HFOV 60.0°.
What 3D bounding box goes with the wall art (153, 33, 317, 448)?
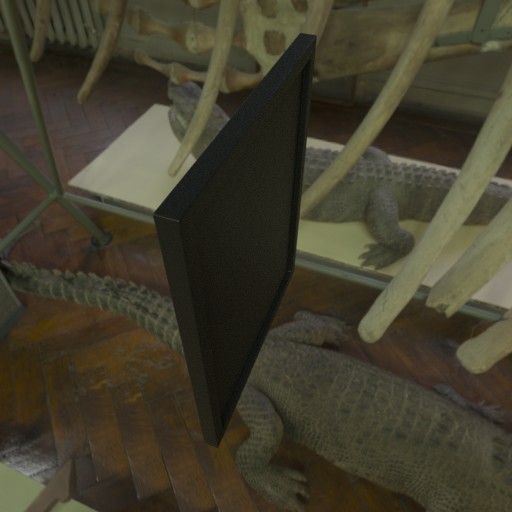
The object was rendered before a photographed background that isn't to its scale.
[{"bbox_3d":[0.000,0.000,0.750,0.028,0.559,0.457,16,49,14],"label":"wall art"}]
